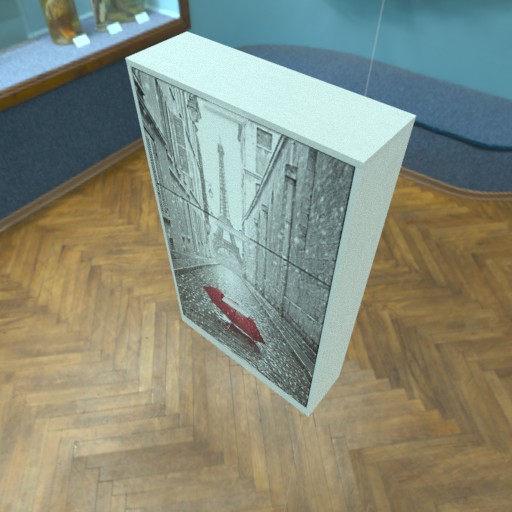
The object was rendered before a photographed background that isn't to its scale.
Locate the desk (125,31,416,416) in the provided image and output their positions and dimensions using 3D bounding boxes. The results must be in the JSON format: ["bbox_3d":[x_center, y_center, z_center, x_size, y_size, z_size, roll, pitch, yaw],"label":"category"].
[{"bbox_3d":[0.000,0.000,1.588,0.750,1.280,0.250,32,55,25],"label":"desk"}]
